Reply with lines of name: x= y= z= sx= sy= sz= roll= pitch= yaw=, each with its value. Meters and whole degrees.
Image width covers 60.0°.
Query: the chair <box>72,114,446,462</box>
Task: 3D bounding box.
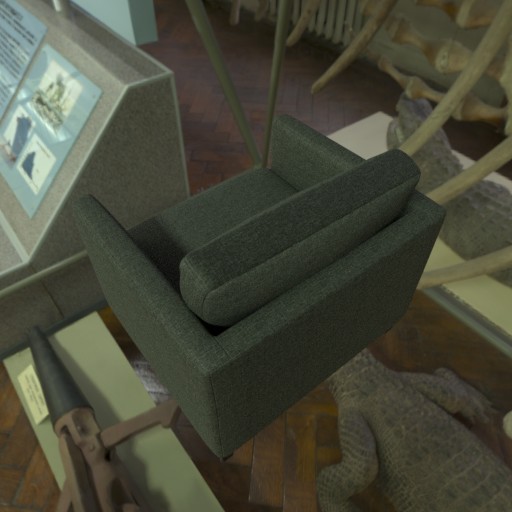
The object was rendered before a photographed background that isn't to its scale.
chair: x=0.000 y=0.000 z=1.837 sx=1.107 sy=0.963 sz=0.959 roll=-30 pitch=53 yaw=-25
